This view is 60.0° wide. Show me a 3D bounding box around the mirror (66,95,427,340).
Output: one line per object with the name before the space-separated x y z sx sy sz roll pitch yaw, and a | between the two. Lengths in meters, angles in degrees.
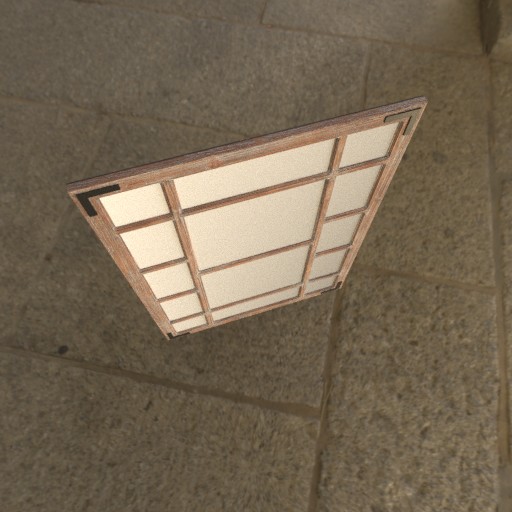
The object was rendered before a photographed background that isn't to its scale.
mirror | 0.000 0.000 1.280 0.705 0.996 0.025 -16 65 -8
